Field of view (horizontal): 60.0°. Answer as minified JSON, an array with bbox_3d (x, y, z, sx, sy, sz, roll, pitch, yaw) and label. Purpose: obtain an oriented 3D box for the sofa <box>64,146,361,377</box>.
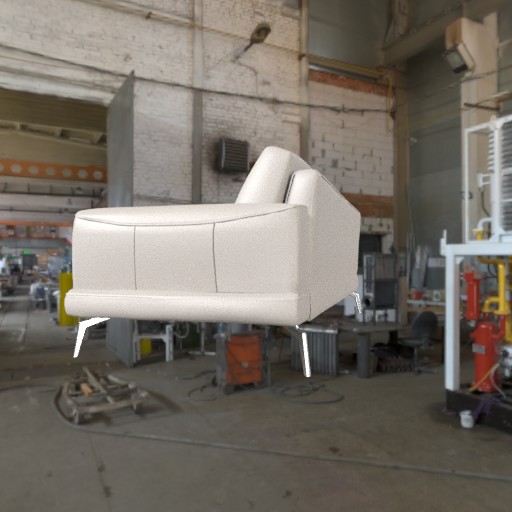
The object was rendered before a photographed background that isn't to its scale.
[{"bbox_3d":[0.000,0.000,2.775,1.121,0.930,2.177,0,0,19],"label":"sofa"}]
